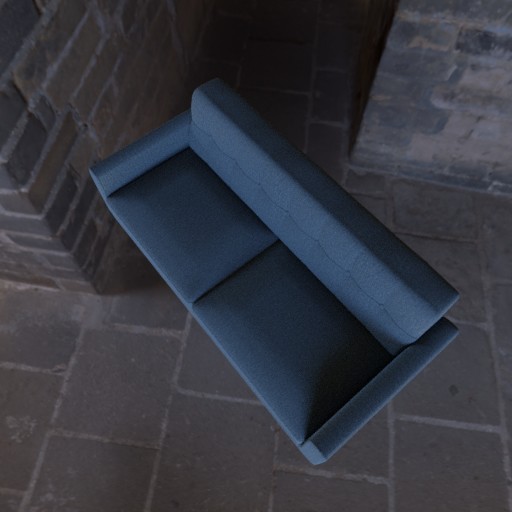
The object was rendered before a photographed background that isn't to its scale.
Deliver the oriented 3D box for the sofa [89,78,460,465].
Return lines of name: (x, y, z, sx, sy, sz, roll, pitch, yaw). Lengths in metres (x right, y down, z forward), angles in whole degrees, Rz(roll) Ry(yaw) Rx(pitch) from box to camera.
sofa: (0.000, 0.000, 2.538, 0.942, 0.884, 2.055, -36, 68, -17)
